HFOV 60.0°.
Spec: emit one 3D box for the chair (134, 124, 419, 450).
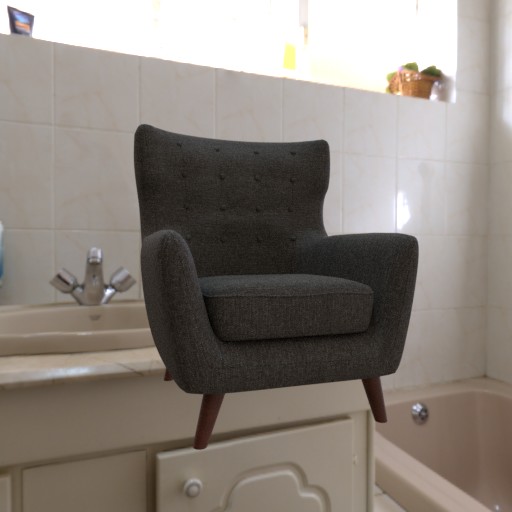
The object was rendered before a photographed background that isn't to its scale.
[{"bbox_3d":[0.000,0.000,1.709,0.878,1.063,0.904,0,1,-19],"label":"chair"}]
